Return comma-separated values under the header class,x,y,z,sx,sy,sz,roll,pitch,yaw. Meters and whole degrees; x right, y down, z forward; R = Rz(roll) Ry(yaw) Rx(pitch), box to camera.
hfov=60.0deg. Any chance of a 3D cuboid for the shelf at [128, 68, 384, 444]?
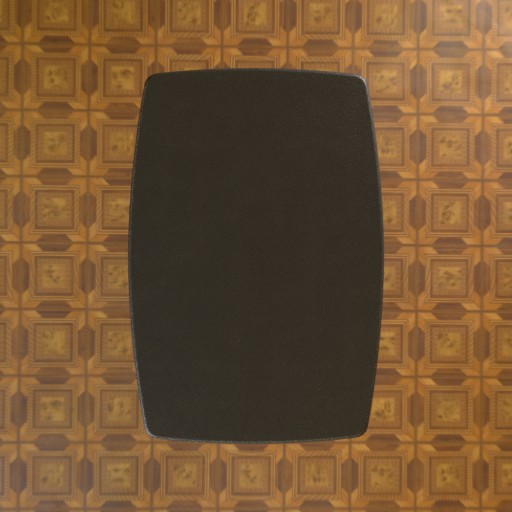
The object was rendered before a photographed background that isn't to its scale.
class,x,y,z,sx,sy,sz,roll,pitch,yaw
shelf,0.000,0.000,0.525,0.280,0.100,0.410,0,90,-1
